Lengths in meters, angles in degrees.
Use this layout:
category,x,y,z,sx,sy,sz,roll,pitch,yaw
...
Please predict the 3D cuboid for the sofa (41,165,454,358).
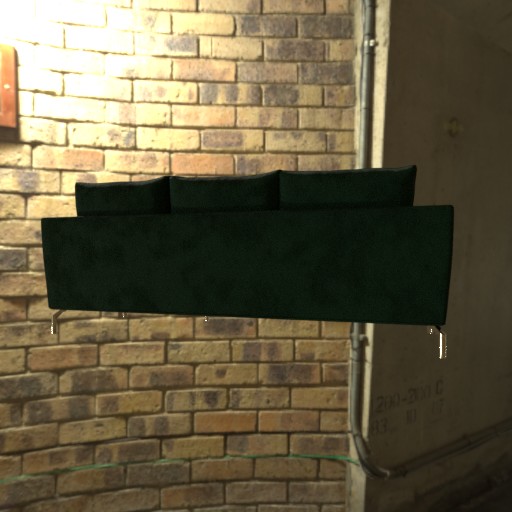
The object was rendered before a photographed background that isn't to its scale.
category,x,y,z,sx,sy,sz,roll,pitch,yaw
sofa,0.000,0.000,3.174,2.441,1.007,1.489,0,0,17
